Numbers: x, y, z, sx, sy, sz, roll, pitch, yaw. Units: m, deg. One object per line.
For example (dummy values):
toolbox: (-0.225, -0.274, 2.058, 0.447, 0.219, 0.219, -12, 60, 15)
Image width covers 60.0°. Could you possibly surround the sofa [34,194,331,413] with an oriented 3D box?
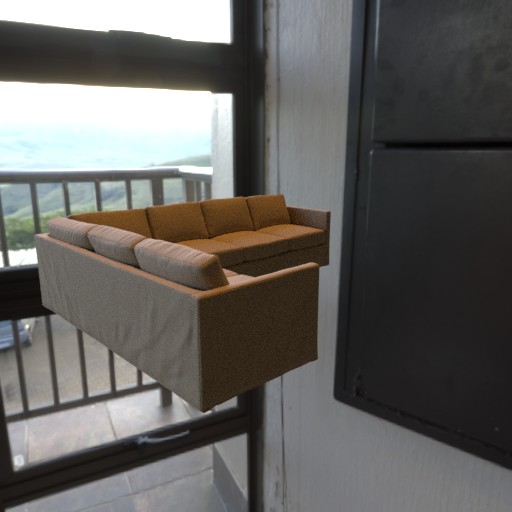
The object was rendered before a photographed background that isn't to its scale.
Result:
sofa: (0.000, 0.000, 4.228, 3.182, 0.871, 2.432, -13, 19, -43)
